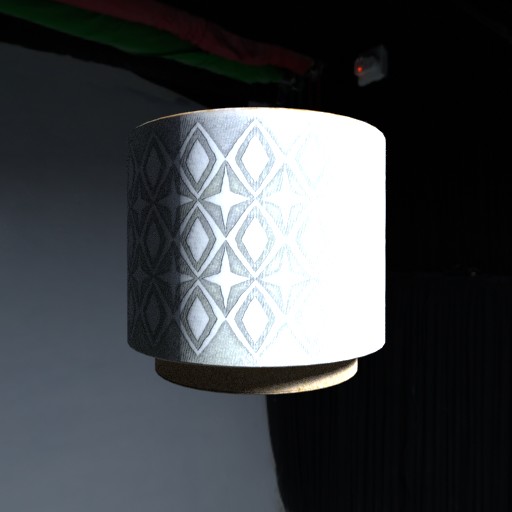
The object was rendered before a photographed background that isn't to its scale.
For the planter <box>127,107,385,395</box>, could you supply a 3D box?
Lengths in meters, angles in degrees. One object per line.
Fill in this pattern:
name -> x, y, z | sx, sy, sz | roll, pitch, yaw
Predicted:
planter -> 0.000, 0.000, 0.456 | 0.255, 0.223, 0.255 | 0, 0, 0
